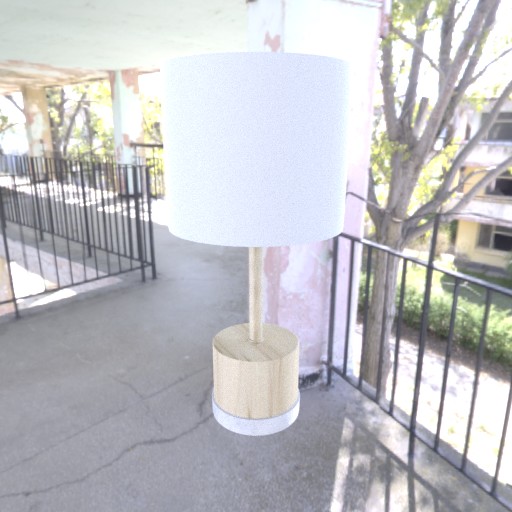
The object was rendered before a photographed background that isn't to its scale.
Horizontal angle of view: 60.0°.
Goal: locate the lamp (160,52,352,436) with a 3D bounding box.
[{"bbox_3d":[0.000,0.000,0.597,0.229,0.470,0.229,-8,17,-27],"label":"lamp"}]
